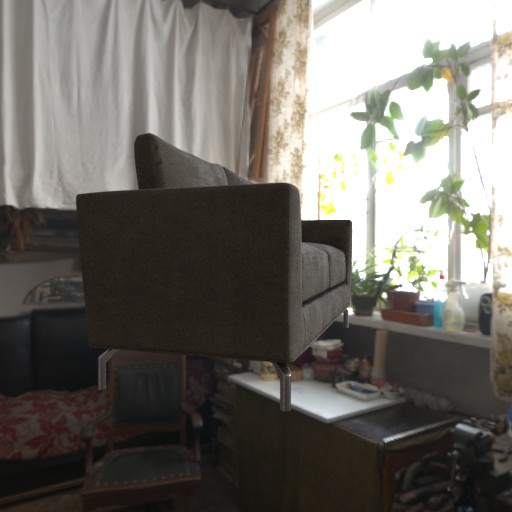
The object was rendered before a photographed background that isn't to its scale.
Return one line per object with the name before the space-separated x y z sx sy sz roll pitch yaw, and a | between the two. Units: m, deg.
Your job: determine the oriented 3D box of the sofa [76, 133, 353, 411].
sofa | 0.000 0.000 2.400 0.855 1.013 1.832 0 1 18
